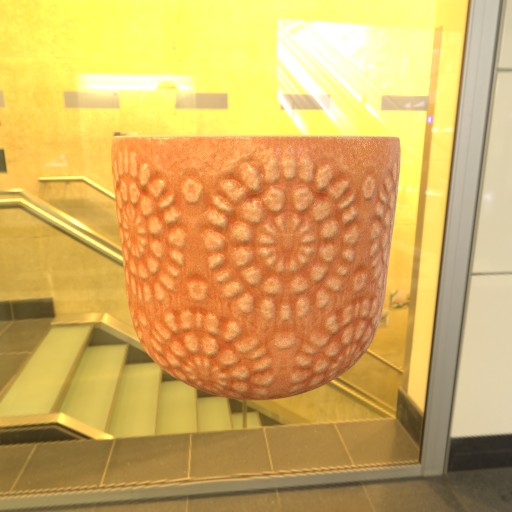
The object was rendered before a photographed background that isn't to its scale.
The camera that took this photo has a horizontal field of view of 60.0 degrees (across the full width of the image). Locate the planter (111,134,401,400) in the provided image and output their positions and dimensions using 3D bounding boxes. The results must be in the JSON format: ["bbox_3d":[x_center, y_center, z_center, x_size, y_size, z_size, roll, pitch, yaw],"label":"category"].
[{"bbox_3d":[0.000,0.000,0.210,0.124,0.109,0.124,0,15,0],"label":"planter"}]
